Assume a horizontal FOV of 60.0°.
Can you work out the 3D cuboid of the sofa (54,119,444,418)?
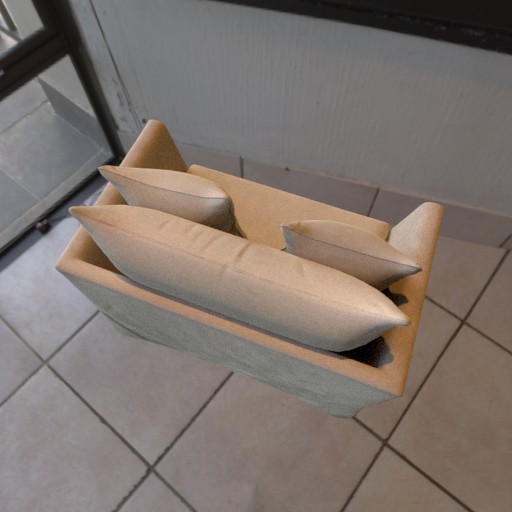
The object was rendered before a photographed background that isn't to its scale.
[{"bbox_3d":[0.000,0.000,2.267,1.608,1.040,1.035,19,64,9],"label":"sofa"}]
